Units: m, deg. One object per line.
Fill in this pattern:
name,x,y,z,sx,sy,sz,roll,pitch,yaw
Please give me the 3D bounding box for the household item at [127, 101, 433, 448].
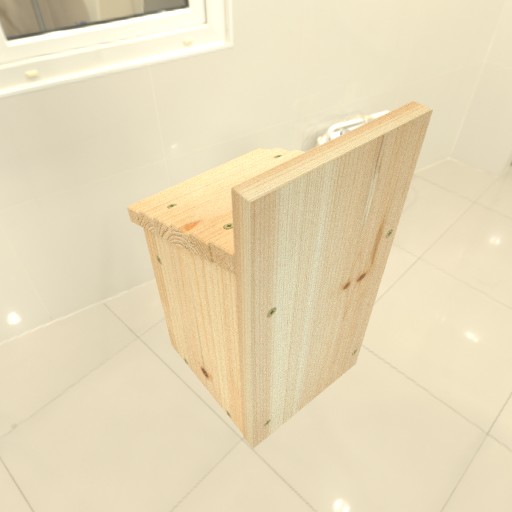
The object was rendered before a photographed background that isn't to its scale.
household item,0.000,0.000,0.396,0.149,0.300,0.171,-30,53,-26
